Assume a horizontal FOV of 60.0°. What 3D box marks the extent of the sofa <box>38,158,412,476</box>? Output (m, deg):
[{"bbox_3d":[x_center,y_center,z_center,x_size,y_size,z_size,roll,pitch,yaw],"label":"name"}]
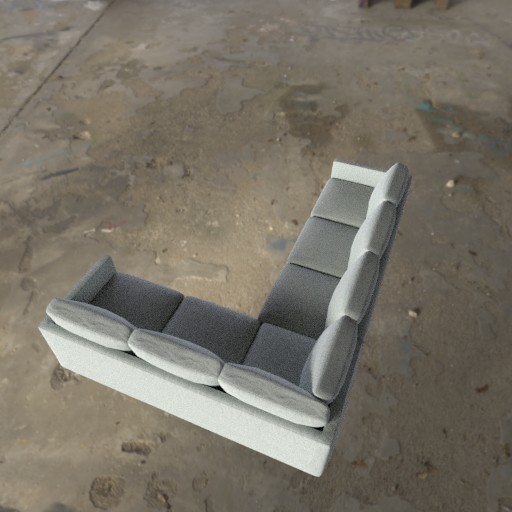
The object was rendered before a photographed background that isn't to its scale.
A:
[{"bbox_3d":[0.000,0.000,4.481,2.522,0.934,3.333,17,48,16],"label":"sofa"}]
